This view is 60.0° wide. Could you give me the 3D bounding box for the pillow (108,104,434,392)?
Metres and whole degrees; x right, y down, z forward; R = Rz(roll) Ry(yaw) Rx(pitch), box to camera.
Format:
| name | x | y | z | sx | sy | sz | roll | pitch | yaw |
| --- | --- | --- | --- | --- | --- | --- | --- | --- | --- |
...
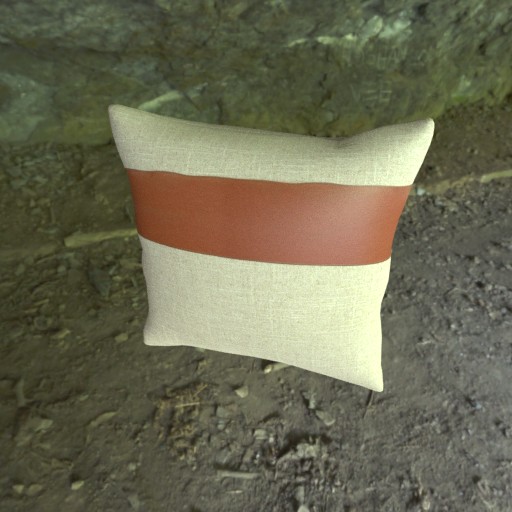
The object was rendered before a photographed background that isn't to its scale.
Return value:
| name | x | y | z | sx | sy | sz | roll | pitch | yaw |
| --- | --- | --- | --- | --- | --- | --- | --- | --- | --- |
| pillow | 0.000 | 0.000 | 0.632 | 0.414 | 0.399 | 0.173 | 8 | 28 | 15 |
